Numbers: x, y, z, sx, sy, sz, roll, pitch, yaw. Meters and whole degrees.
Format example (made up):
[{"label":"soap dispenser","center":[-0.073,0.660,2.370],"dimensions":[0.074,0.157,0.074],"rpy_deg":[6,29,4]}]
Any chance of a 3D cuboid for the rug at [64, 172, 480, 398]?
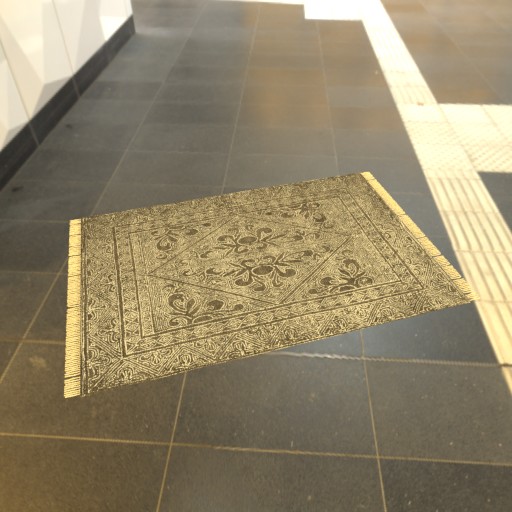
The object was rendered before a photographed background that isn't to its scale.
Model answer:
[{"label":"rug","center":[0.000,0.000,3.004],"dimensions":[2.440,0.010,1.529],"rpy_deg":[-11,44,-12]}]
